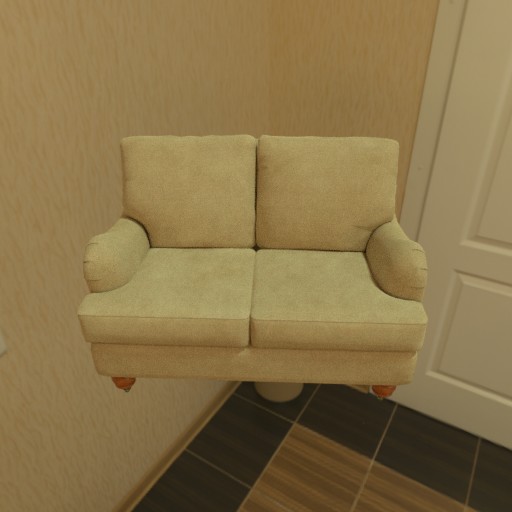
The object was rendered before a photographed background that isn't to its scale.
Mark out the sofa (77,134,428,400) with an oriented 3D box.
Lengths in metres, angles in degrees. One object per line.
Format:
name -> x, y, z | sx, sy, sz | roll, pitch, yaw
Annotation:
sofa -> 0.000, 0.000, 2.251 | 1.498, 1.087, 1.086 | 1, 30, 2
